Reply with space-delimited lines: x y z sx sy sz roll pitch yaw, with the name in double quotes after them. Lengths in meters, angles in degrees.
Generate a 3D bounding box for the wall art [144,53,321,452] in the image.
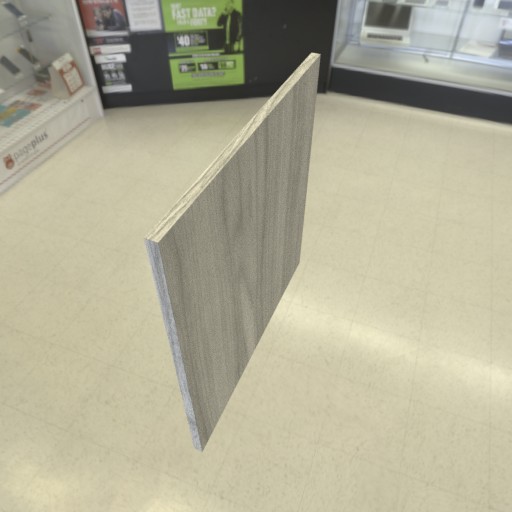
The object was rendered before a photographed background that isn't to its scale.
0.000 0.000 0.768 0.016 0.507 0.508 17 48 16 "wall art"
